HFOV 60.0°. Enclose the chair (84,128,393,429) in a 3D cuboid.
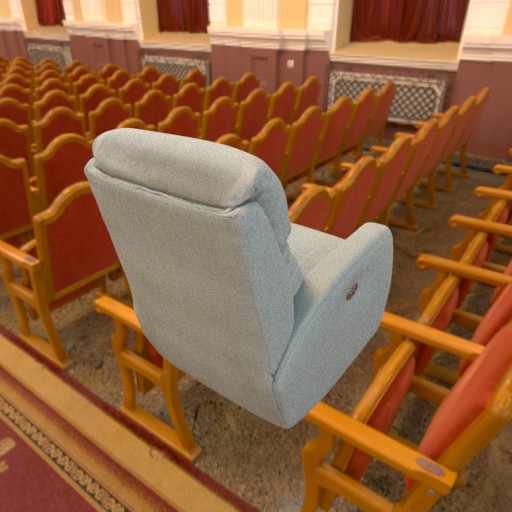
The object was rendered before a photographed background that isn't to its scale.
[{"bbox_3d":[0.000,0.000,1.668,0.794,1.016,0.940,20,35,32],"label":"chair"}]
